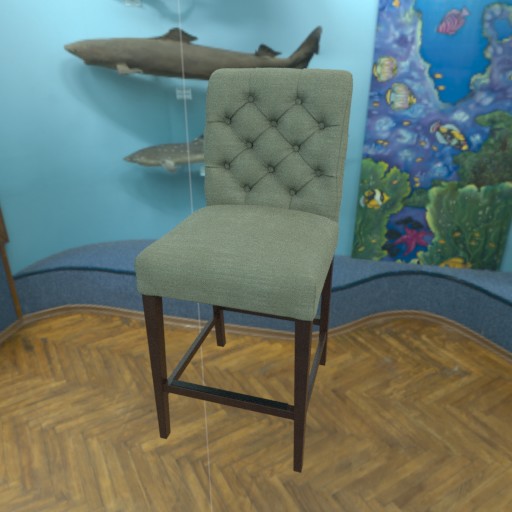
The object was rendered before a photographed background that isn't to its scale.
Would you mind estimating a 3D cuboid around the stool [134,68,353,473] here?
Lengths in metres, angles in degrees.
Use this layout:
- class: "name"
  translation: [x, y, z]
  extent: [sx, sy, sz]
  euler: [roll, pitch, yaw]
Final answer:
- class: "stool"
  translation: [0.000, 0.000, 1.417]
  extent: [0.486, 1.084, 0.660]
  euler: [7, 26, 15]
